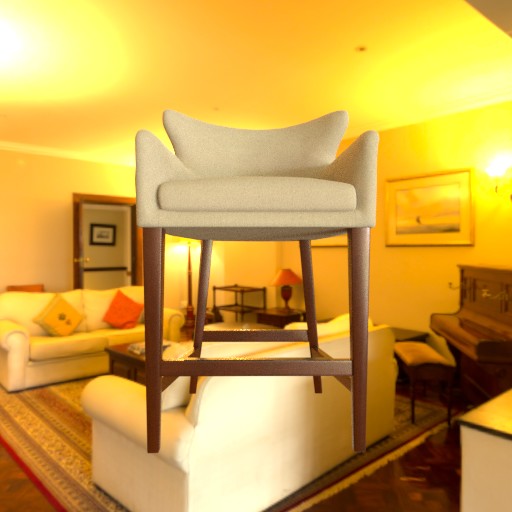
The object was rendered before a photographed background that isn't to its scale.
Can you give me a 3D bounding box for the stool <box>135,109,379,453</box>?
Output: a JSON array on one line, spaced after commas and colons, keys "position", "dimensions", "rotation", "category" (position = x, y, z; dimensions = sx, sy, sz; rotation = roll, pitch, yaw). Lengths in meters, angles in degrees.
[{"position": [0.000, 0.000, 1.335], "dimensions": [0.601, 0.951, 0.570], "rotation": [0, 1, -1], "category": "stool"}]
